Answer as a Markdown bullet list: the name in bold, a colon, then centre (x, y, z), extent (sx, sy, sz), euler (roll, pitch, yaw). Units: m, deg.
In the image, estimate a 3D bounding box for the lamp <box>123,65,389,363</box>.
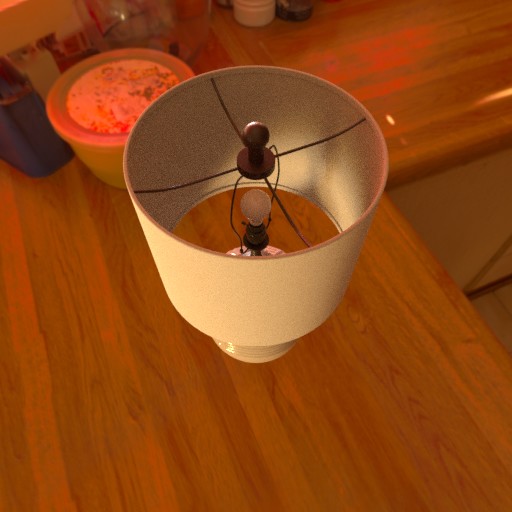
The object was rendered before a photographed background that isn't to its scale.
- **lamp**: centre (0.000, 0.000, 0.747), extent (0.318, 0.567, 0.318), euler (0, 58, 0)
